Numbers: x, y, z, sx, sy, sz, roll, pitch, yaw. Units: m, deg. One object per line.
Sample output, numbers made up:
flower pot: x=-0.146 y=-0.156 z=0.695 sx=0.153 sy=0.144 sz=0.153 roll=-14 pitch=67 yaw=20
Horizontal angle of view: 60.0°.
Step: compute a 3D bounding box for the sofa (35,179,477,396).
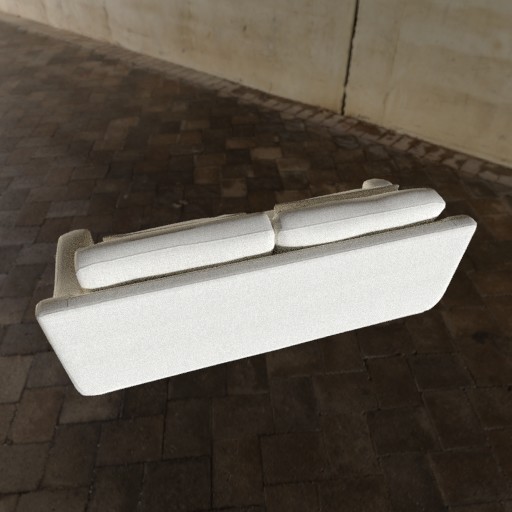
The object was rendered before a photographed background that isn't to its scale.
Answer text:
sofa: x=0.000 y=0.000 z=2.918 sx=2.470 sy=1.022 sz=1.009 roll=-11 pitch=42 yaw=-13
